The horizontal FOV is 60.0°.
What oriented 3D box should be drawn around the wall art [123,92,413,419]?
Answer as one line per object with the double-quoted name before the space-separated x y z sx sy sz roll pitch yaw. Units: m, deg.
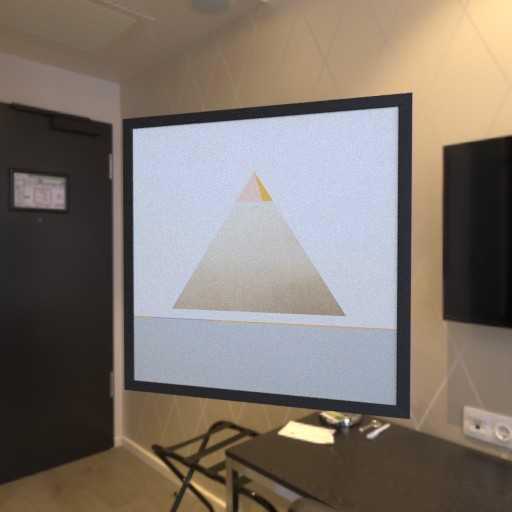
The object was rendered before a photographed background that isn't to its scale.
"wall art" 0.000 0.000 1.165 0.769 0.766 0.042 0 1 16
